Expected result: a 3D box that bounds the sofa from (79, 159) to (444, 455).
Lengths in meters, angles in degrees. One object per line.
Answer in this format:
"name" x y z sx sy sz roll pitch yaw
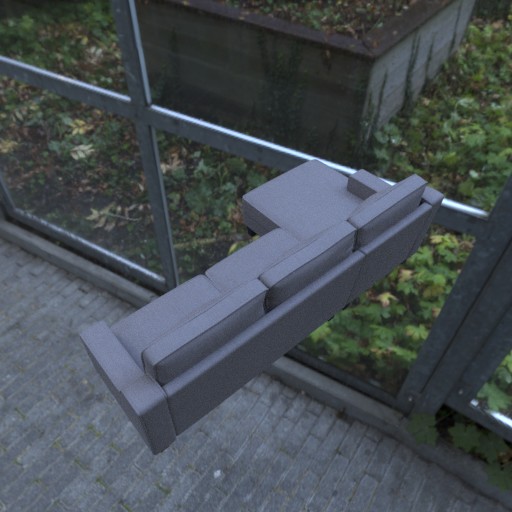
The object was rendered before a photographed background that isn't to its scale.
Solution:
"sofa" 0.000 0.000 3.201 2.561 0.928 1.294 -32 54 -27
